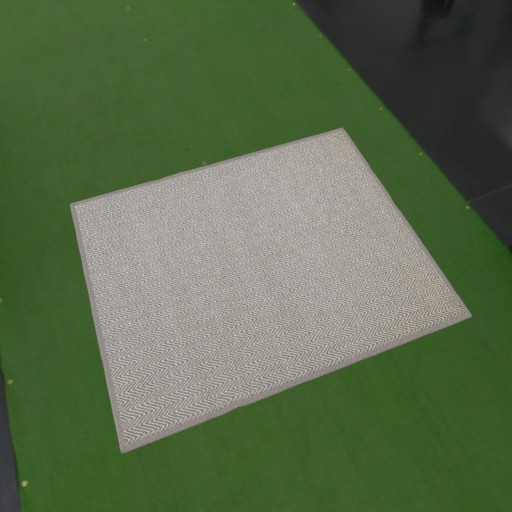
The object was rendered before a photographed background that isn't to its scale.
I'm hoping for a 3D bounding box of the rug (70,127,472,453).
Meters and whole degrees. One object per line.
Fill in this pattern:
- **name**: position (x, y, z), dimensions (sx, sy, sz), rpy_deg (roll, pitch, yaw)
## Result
- **rug**: position (0.000, 0.000, 4.064), dimensions (3.007, 0.032, 2.434), rpy_deg (-18, 60, -11)
